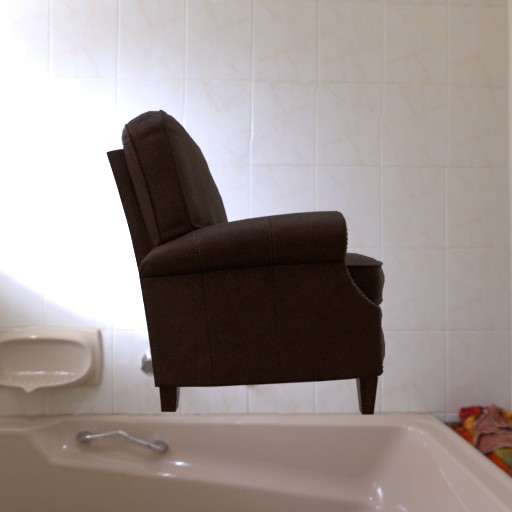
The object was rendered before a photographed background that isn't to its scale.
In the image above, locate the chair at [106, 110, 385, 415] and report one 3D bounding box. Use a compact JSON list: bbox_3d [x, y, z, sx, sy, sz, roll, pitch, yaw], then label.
[{"bbox_3d":[0.000,0.000,1.789,0.986,1.018,0.936,0,0,0],"label":"chair"}]
